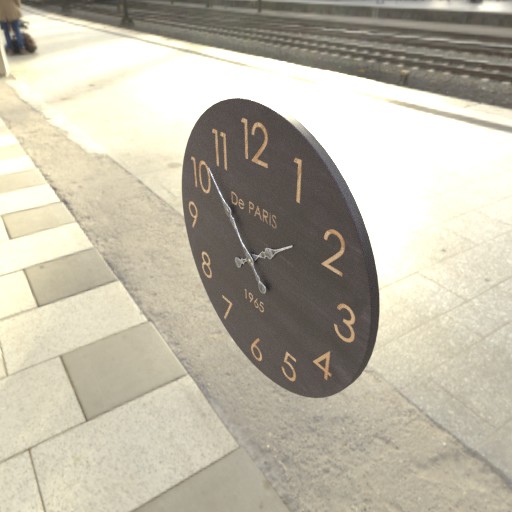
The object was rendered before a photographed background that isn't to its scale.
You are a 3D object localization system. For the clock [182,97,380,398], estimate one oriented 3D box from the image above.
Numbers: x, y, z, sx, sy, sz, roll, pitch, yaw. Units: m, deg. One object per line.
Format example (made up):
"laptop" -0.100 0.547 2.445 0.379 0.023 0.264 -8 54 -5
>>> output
"clock" 0.000 0.000 0.879 0.029 0.595 0.595 -21 37 -30
